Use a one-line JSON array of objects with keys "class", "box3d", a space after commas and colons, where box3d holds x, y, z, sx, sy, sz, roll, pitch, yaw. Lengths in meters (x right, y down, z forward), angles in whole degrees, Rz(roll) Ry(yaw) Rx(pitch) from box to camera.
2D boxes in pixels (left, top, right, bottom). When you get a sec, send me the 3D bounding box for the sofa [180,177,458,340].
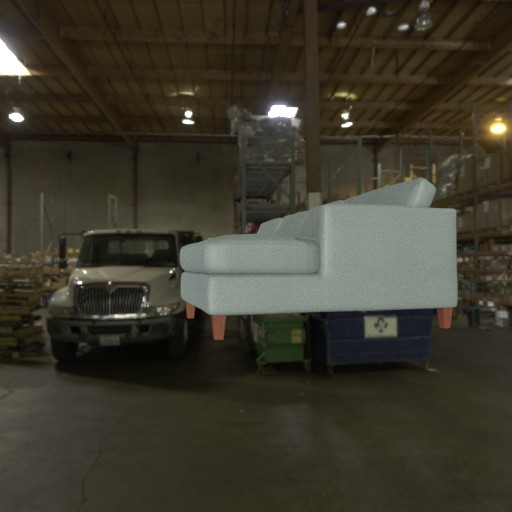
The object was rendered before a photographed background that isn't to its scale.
[{"class": "sofa", "box3d": [0.000, 0.000, 4.141, 1.604, 0.950, 3.471, 0, -1, -17]}]
